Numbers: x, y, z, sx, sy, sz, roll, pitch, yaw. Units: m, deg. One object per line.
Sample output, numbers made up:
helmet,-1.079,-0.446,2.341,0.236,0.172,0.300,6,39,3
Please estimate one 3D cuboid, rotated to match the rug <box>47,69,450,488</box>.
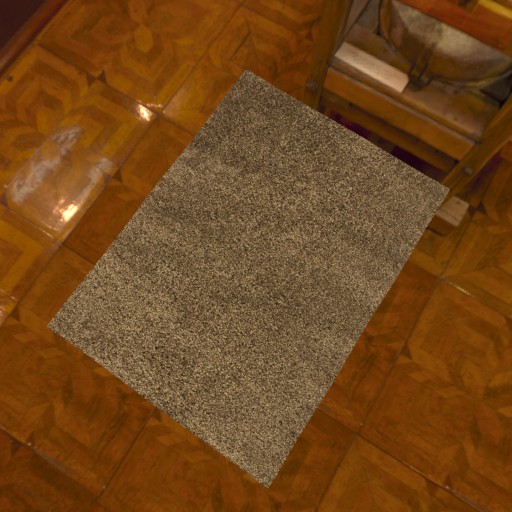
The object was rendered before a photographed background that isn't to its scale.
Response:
rug,0.000,0.000,2.083,1.198,0.025,1.601,33,79,7
